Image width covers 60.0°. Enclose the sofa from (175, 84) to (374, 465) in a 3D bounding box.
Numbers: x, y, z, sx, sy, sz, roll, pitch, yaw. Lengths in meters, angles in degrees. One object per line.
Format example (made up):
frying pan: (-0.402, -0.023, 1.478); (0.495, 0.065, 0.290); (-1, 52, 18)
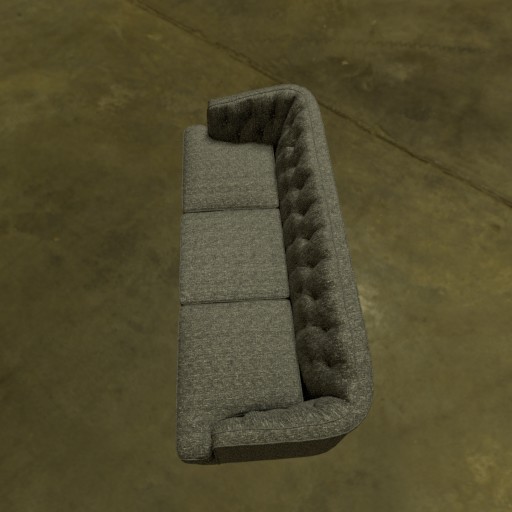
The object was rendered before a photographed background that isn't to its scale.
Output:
sofa: (0.000, 0.000, 2.729); (0.941, 0.855, 2.278); (-3, 59, -2)
